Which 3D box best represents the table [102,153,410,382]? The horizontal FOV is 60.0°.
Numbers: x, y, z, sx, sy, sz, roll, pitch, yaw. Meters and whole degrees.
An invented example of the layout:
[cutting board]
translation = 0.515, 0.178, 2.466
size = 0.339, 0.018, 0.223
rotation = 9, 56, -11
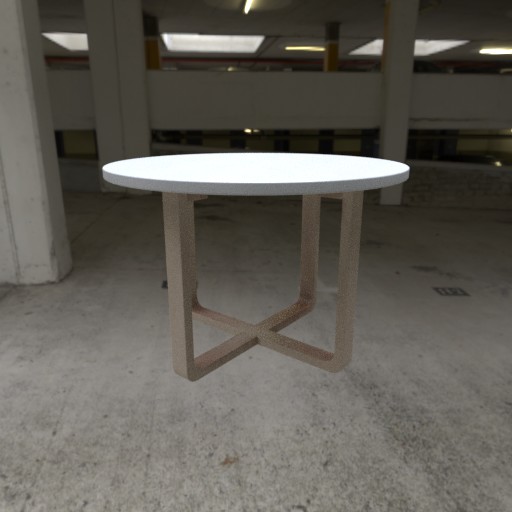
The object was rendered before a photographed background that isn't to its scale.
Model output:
[table]
translation = 0.000, 0.000, 0.970
size = 0.600, 0.400, 0.600
rotation = 0, 17, 0
